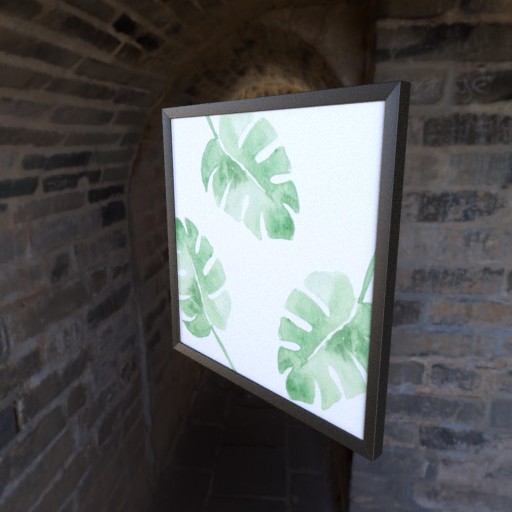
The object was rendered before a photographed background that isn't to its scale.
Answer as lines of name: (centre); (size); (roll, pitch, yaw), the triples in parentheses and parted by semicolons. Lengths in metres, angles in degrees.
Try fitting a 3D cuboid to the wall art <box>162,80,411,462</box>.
wall art: (0.000, 0.000, 1.138); (0.038, 0.765, 0.765); (-13, 18, -42)
